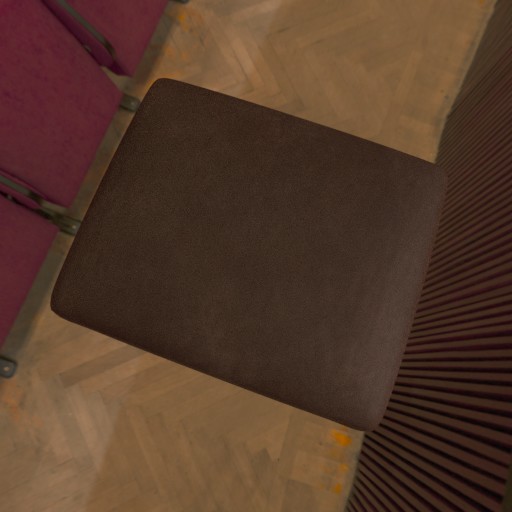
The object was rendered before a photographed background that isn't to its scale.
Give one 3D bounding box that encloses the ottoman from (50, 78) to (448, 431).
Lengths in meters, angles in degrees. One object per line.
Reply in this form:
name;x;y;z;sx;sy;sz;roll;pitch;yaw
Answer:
ottoman;0.000;0.000;1.233;0.806;0.569;0.670;19;77;5
